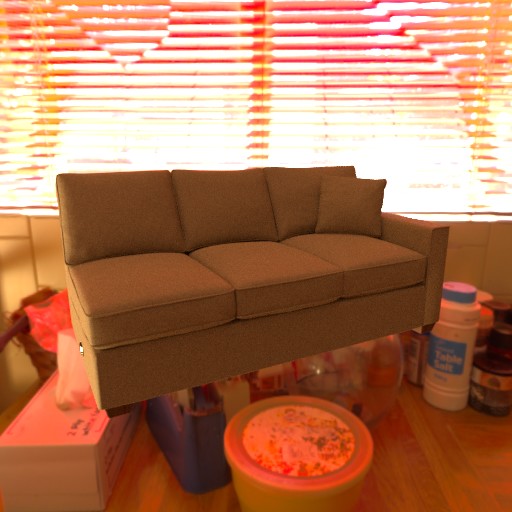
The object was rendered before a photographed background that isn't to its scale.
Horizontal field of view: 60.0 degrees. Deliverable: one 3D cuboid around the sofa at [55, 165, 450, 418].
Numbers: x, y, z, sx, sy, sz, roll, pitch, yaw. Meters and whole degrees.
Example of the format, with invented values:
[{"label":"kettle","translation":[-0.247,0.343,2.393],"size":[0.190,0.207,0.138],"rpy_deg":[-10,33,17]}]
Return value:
[{"label":"sofa","translation":[0.000,0.000,2.497],"size":[1.963,0.946,1.034],"rpy_deg":[-7,16,-27]}]
